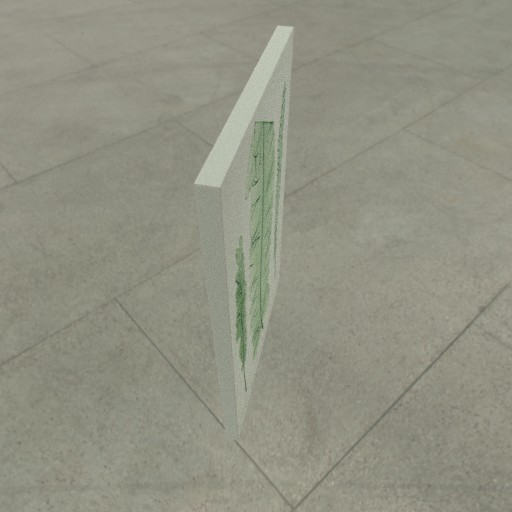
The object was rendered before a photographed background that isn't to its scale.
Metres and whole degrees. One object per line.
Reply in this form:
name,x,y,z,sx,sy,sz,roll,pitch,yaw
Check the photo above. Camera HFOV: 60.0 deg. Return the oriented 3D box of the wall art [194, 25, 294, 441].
wall art,0.000,0.000,1.152,0.038,0.914,0.610,10,47,9
